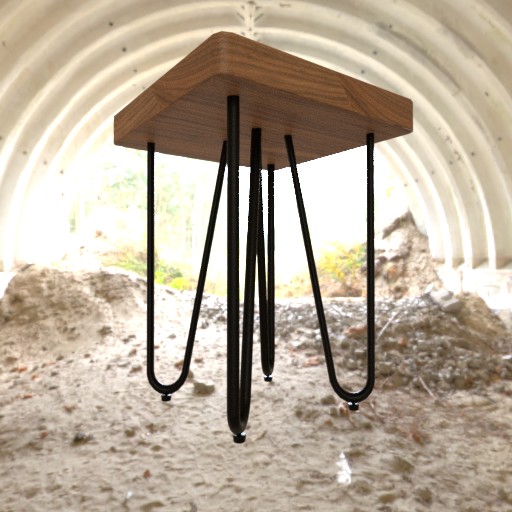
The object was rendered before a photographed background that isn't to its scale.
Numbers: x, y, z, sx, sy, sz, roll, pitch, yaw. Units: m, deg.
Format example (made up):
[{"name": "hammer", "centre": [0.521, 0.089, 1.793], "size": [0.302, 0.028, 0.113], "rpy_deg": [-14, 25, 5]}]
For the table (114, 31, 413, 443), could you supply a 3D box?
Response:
[{"name": "table", "centre": [0.000, 0.000, 0.963], "size": [0.480, 0.641, 0.479], "rpy_deg": [1, -2, -36]}]
